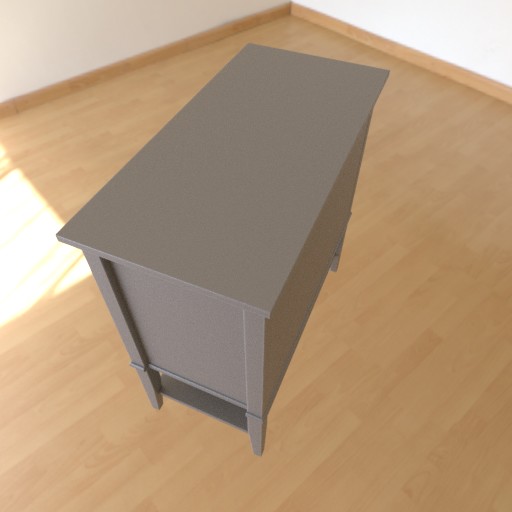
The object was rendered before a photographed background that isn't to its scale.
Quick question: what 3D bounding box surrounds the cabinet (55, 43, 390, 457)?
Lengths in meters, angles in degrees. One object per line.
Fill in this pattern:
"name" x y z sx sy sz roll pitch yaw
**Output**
"cabinet" 0.000 0.000 1.234 0.396 0.780 0.801 18 52 15
